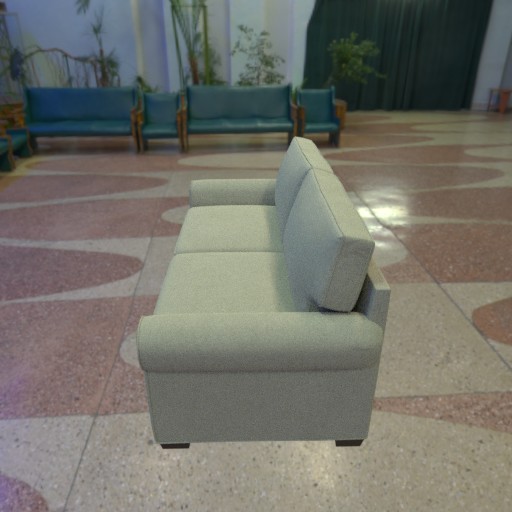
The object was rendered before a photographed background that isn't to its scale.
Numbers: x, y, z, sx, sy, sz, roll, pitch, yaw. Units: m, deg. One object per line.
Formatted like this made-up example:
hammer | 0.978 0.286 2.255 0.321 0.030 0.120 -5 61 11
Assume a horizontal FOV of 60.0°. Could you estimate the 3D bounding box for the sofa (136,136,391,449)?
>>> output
sofa | 0.000 0.000 2.287 0.861 0.933 1.774 -1 26 -1
